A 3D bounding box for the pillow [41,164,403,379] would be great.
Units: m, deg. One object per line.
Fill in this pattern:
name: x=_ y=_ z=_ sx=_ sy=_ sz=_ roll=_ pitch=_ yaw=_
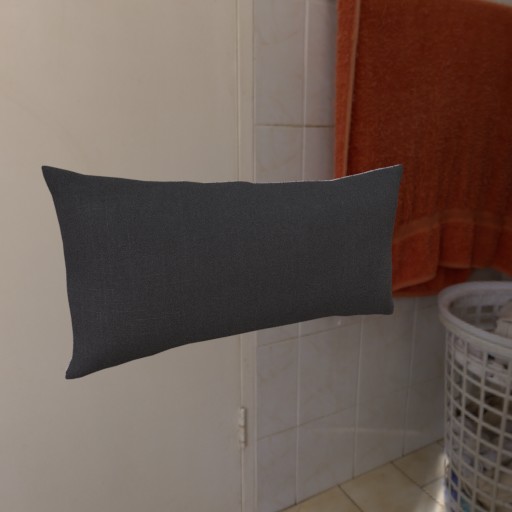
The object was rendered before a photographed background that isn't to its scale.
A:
pillow: x=0.000 y=0.000 z=0.729 sx=0.609 sy=0.305 sz=0.151 roll=-7 pitch=16 yaw=-25
